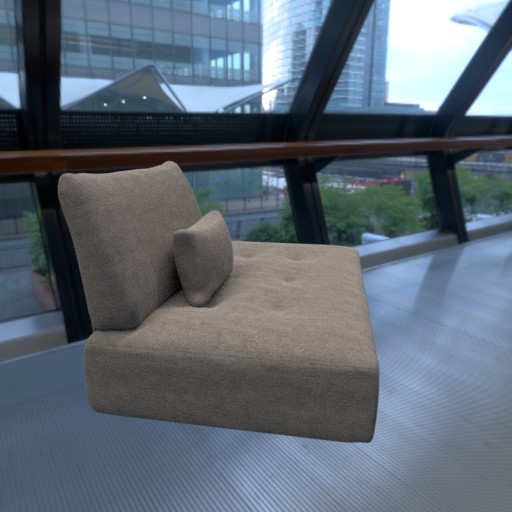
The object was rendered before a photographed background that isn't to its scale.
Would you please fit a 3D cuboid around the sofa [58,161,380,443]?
[{"bbox_3d":[0.000,0.000,1.999,1.002,0.820,1.450,3,15,10],"label":"sofa"}]
